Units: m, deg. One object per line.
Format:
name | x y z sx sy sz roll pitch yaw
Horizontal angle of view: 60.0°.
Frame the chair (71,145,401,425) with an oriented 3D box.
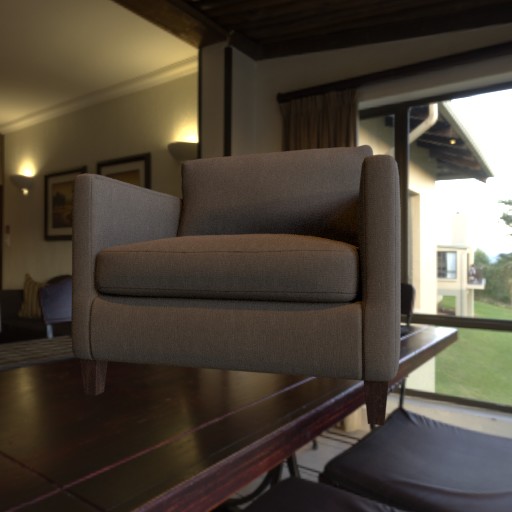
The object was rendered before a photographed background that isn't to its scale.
chair | 0.000 0.000 1.801 1.107 0.963 0.959 0 0 17
